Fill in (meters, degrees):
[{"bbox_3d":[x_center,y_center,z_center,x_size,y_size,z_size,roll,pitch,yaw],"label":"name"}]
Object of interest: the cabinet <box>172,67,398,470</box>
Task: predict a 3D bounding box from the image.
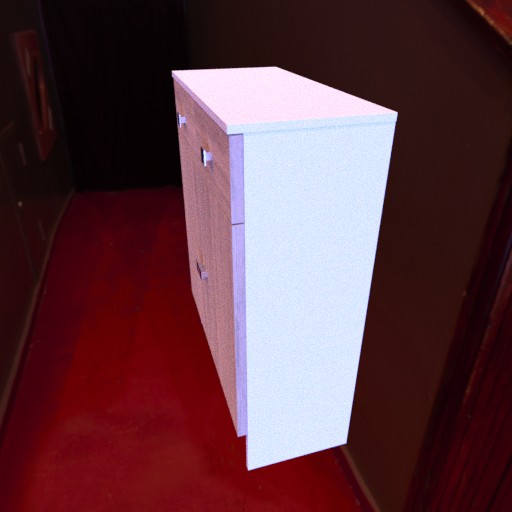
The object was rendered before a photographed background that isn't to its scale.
[{"bbox_3d":[0.000,0.000,1.130,0.296,0.815,0.600,-9,31,-15],"label":"cabinet"}]
